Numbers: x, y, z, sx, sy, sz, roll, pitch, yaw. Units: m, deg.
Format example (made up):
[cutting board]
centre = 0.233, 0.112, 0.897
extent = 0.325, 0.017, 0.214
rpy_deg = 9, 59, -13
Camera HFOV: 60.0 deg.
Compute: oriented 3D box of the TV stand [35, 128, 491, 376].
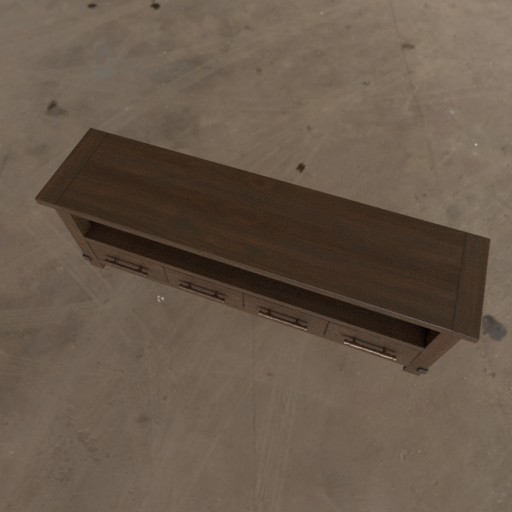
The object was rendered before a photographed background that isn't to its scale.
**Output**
[TV stand]
centre = 0.000, 0.000, 2.116
extent = 1.866, 0.615, 0.471
rpy_deg = 17, 61, 10
